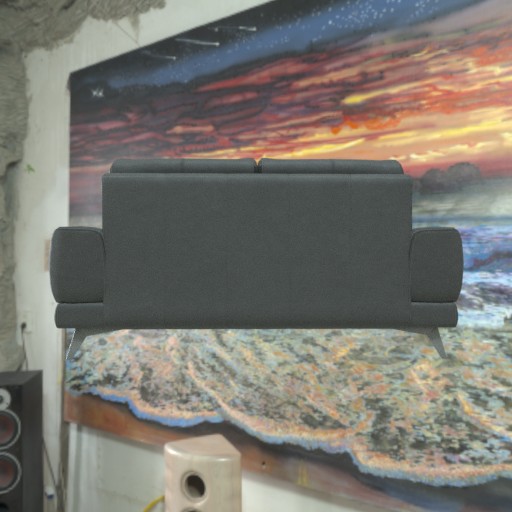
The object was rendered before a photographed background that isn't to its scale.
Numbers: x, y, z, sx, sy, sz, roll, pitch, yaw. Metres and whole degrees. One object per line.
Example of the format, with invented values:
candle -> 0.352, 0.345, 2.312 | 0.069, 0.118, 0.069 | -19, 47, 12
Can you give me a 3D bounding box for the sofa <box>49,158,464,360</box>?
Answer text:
sofa -> 0.000, 0.000, 2.376 | 1.806, 0.907, 1.018 | 0, -1, -1
